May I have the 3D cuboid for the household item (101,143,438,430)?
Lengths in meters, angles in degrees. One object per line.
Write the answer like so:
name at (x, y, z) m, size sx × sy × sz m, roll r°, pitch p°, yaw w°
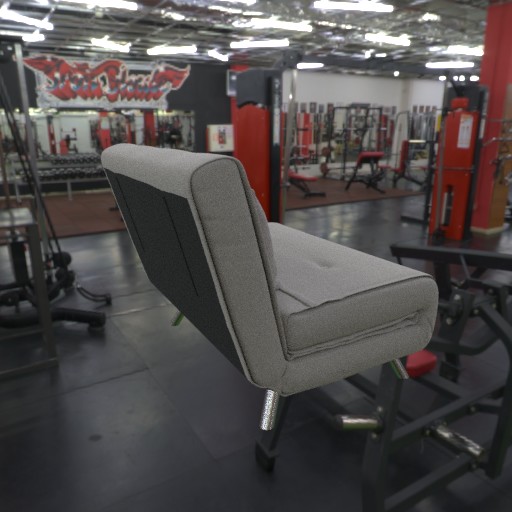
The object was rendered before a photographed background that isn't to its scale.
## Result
household item at (0.000, 0.000, 1.652) m, size 0.874 × 0.800 × 1.000 m, roll -9°, pitch 18°, yaw -28°
